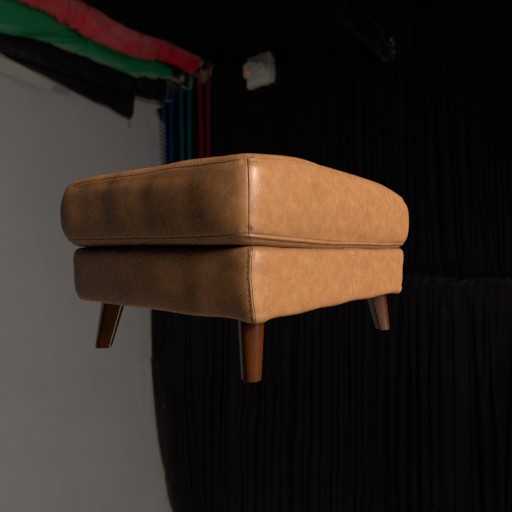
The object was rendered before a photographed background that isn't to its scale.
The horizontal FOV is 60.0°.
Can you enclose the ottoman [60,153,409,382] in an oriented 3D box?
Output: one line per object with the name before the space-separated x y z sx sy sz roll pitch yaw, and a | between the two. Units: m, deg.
ottoman | 0.000 0.000 1.258 0.630 0.461 0.869 1 1 37
